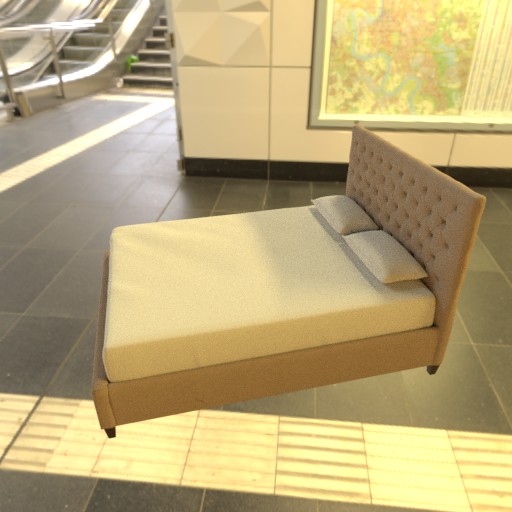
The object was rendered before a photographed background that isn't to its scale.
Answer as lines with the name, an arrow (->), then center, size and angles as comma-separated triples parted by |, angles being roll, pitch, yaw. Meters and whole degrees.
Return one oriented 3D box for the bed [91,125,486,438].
bed -> 0.000, 0.000, 3.359 | 2.387, 1.427, 1.698 | -7, 32, -12
